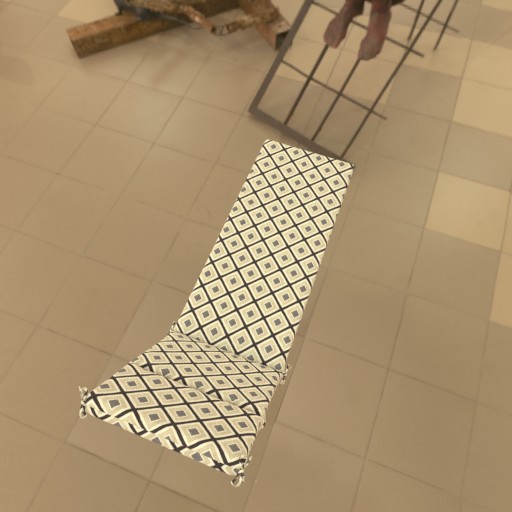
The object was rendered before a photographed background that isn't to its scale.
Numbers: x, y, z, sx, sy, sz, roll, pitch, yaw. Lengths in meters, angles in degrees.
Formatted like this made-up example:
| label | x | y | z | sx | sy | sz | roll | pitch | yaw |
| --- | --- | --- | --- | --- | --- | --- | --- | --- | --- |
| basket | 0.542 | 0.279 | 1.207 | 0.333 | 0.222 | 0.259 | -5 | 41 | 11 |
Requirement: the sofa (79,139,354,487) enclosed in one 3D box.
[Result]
| label | x | y | z | sx | sy | sz | roll | pitch | yaw |
| --- | --- | --- | --- | --- | --- | --- | --- | --- | --- |
| sofa | 0.000 | 0.000 | 1.884 | 0.582 | 0.622 | 1.663 | 19 | 65 | 9 |
